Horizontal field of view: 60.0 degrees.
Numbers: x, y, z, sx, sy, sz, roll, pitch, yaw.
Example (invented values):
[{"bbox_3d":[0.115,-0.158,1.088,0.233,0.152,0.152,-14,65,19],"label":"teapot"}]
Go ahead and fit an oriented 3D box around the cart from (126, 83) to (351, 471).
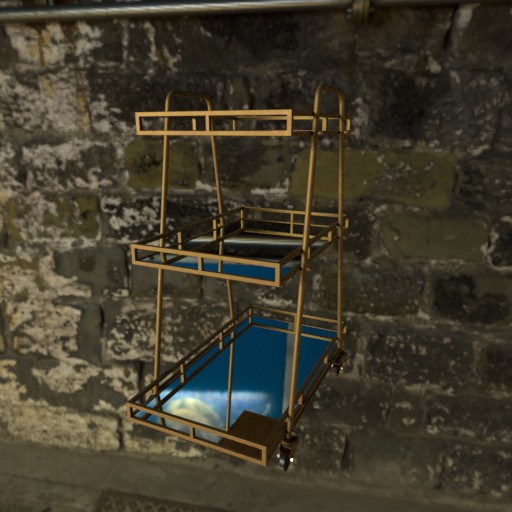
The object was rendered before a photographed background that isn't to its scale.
[{"bbox_3d":[0.000,0.000,1.249,0.441,0.883,0.711,7,18,24],"label":"cart"}]
